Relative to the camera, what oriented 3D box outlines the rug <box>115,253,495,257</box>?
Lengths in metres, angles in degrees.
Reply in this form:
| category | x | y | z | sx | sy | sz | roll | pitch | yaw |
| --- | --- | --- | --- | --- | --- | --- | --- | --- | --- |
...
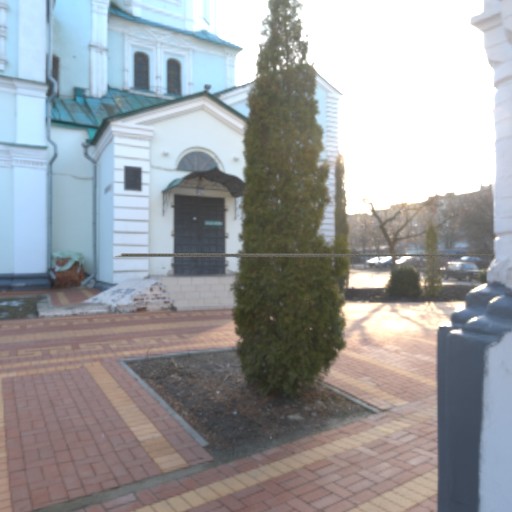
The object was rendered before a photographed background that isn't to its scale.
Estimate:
| category | x | y | z | sx | sy | sz | roll | pitch | yaw |
| --- | --- | --- | --- | --- | --- | --- | --- | --- | --- |
| rug | 0.000 | 0.000 | 4.072 | 2.438 | 0.013 | 3.048 | 0 | 0 | -18 |
